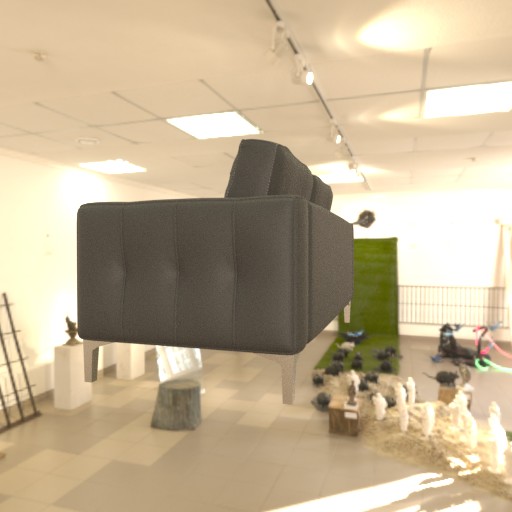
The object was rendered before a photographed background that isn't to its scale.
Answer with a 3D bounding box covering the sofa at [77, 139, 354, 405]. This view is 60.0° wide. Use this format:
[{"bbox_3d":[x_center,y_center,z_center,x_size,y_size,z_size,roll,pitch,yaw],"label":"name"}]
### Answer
[{"bbox_3d":[0.000,0.000,2.261,0.833,0.893,1.726,0,1,18],"label":"sofa"}]
